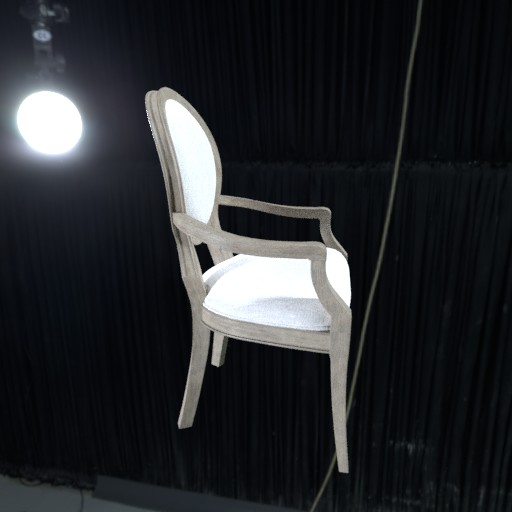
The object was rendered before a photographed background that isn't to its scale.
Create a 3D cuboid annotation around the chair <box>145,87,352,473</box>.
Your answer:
[{"bbox_3d":[0.000,0.000,1.375,0.602,0.991,0.611,3,15,10],"label":"chair"}]
